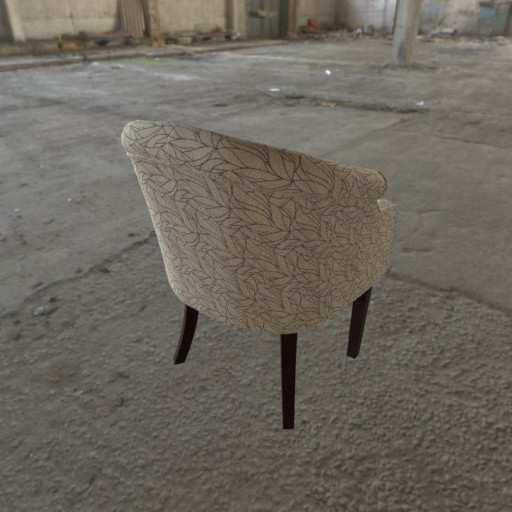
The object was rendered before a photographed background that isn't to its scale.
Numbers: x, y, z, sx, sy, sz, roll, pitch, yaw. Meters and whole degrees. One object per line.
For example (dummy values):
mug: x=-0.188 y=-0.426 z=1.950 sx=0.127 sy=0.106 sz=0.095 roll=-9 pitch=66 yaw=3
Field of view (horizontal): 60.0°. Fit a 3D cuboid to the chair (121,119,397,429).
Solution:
chair: x=0.000 y=0.000 z=1.322 sx=0.686 sy=0.858 sz=0.613 roll=20 pitch=35 yaw=32
